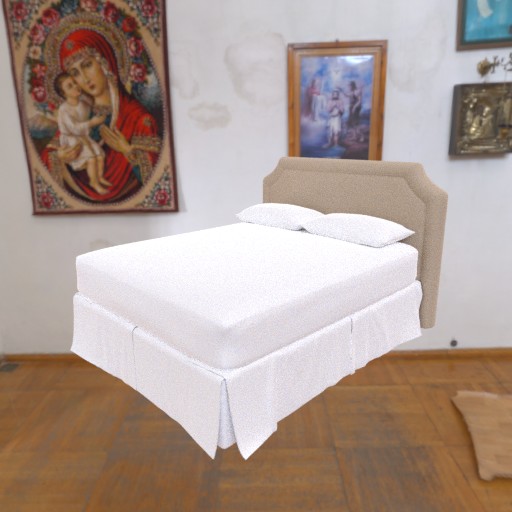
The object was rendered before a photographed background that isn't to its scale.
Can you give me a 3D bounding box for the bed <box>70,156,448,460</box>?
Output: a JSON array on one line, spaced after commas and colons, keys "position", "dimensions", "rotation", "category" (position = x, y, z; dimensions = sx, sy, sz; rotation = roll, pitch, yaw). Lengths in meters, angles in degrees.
[{"position": [0.000, 0.000, 3.221], "dimensions": [2.204, 1.301, 1.828], "rotation": [-15, 21, -43], "category": "bed"}]
